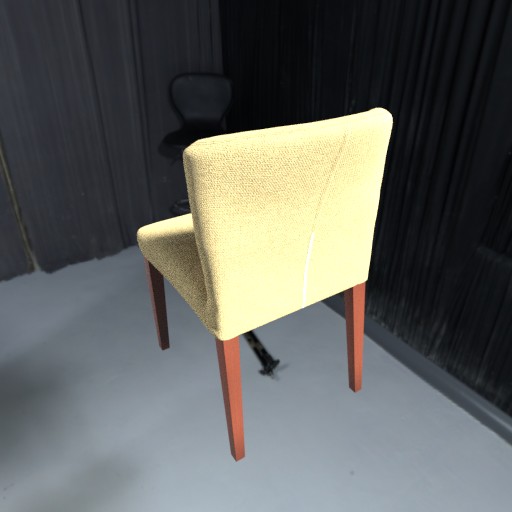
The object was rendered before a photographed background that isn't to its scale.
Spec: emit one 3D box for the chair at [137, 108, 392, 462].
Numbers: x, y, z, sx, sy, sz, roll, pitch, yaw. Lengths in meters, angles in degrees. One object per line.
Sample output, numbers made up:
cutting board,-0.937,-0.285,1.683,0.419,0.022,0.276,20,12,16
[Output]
chair,0.000,0.000,1.198,0.491,0.839,0.589,-19,35,-28
